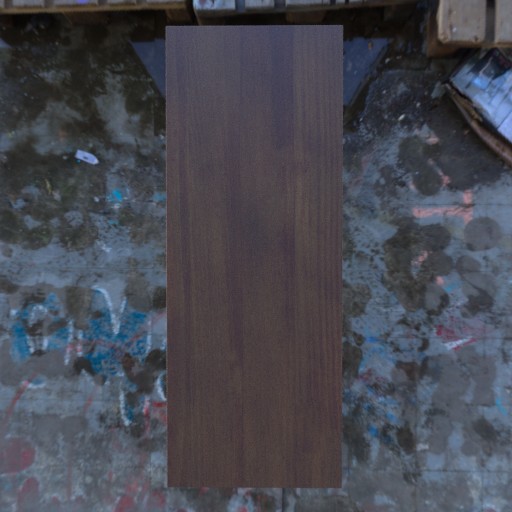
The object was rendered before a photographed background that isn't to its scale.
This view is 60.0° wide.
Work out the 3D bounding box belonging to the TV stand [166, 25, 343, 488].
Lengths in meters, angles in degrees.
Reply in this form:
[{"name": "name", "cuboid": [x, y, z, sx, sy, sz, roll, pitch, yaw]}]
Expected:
[{"name": "TV stand", "cuboid": [0.000, 0.000, 1.429, 0.406, 0.813, 1.067, 0, 91, 1]}]
